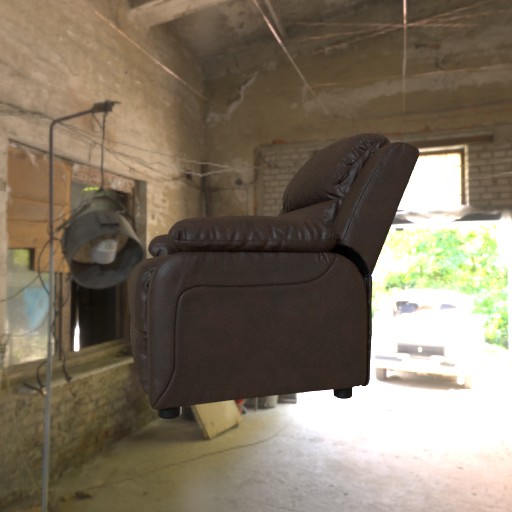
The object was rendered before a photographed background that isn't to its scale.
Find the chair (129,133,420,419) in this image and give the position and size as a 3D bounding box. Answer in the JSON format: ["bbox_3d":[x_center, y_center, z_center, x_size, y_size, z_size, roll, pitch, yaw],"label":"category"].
[{"bbox_3d":[0.000,0.000,1.291,0.707,0.702,0.680,0,-1,-18],"label":"chair"}]
